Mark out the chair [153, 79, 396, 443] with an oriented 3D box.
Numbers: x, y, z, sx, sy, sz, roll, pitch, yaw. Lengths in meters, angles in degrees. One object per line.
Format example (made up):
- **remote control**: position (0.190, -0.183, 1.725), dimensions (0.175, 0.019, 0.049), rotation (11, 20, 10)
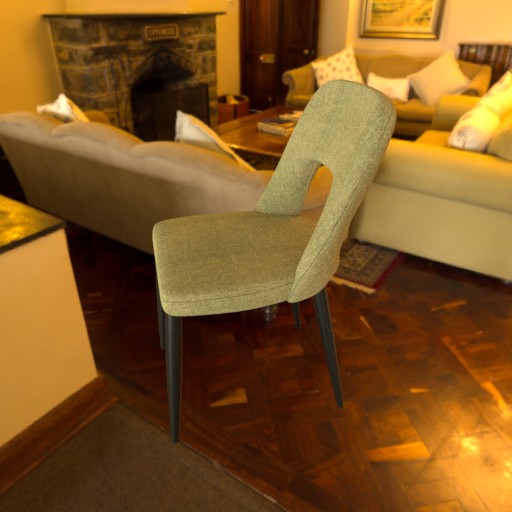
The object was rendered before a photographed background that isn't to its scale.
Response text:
- **chair**: position (0.000, 0.000, 1.297), dimensions (0.612, 0.931, 0.470), rotation (-7, 30, -13)
